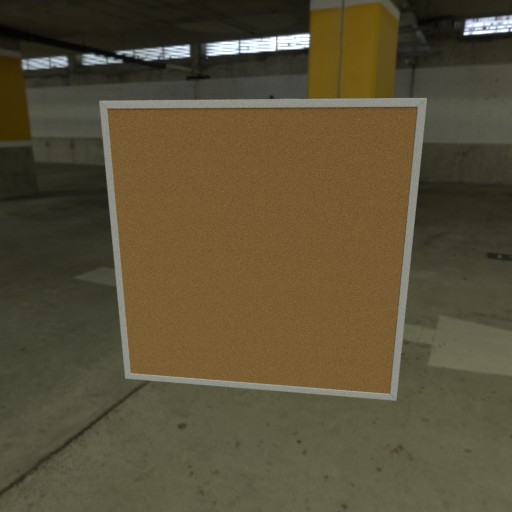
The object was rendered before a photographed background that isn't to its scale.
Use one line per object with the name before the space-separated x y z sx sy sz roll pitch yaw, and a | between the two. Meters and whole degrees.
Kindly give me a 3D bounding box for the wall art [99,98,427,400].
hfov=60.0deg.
wall art | 0.000 0.000 1.146 0.762 0.762 0.038 2 16 8
